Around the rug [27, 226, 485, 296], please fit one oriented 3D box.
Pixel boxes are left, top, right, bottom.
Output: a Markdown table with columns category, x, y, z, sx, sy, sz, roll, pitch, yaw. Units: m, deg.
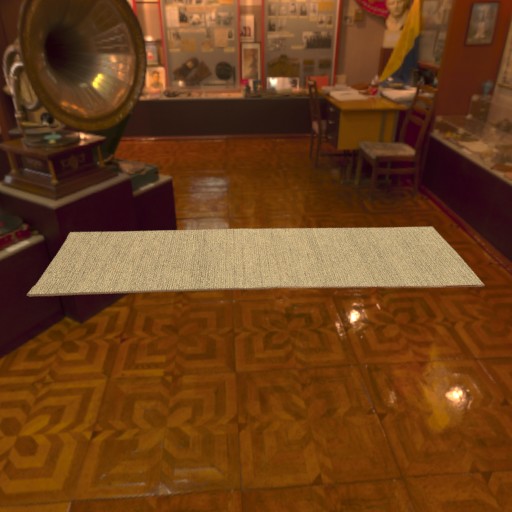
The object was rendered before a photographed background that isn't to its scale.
| category | x | y | z | sx | sy | sz | roll | pitch | yaw |
| --- | --- | --- | --- | --- | --- | --- | --- | --- | --- |
| rug | 0.000 | 0.000 | 2.524 | 2.320 | 0.032 | 0.692 | -1 | 29 | -2 |
